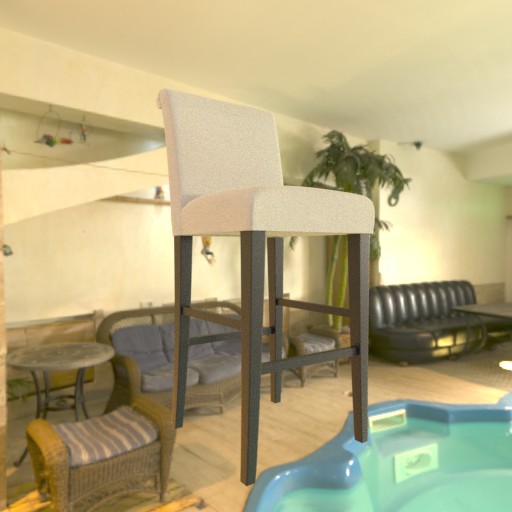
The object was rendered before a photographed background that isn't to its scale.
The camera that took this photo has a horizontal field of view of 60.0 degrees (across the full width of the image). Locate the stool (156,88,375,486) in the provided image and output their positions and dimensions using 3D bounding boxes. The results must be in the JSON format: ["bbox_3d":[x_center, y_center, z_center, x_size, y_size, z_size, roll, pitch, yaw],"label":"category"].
[{"bbox_3d":[0.000,0.000,1.427,0.452,1.124,0.597,-1,1,-35],"label":"stool"}]
